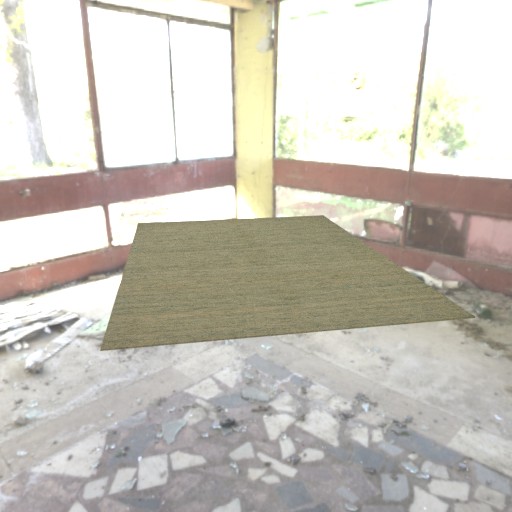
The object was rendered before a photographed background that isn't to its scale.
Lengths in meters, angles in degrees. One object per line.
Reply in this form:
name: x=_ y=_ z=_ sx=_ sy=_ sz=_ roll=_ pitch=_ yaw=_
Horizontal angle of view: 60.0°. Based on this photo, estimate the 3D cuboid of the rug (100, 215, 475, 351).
rug: x=0.000 y=0.000 z=4.291 sx=2.437 sy=0.014 sz=3.201 roll=-3 pitch=18 yaw=-10
